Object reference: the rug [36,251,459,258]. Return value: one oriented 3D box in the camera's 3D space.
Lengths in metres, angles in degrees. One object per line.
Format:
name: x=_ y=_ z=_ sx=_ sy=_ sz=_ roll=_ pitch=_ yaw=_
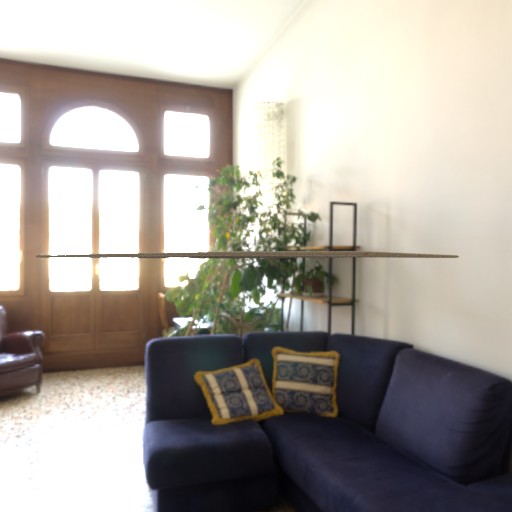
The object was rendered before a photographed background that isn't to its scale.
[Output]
rug: x=0.000 y=0.000 z=4.063 sx=3.017 sy=0.035 sz=2.472 roll=0 pitch=-1 yaw=34
